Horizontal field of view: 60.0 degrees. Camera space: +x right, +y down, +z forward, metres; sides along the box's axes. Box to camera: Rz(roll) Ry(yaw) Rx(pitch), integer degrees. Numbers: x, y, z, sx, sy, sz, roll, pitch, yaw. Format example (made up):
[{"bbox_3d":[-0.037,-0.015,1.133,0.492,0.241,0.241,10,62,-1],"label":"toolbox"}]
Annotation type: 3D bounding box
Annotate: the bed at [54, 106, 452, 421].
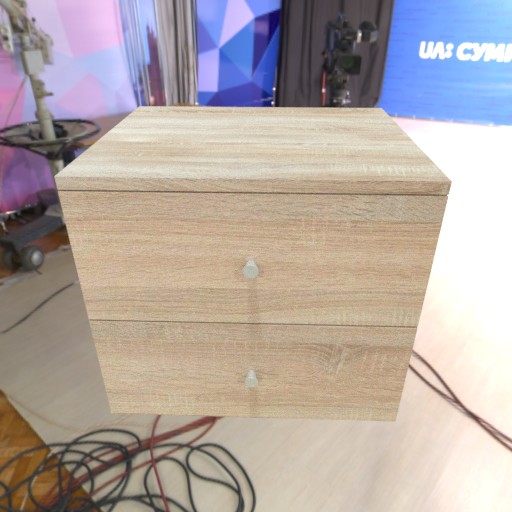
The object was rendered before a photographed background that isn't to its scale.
[{"bbox_3d":[0.000,0.000,0.774,0.460,0.420,0.401,1,30,2],"label":"bed"}]
